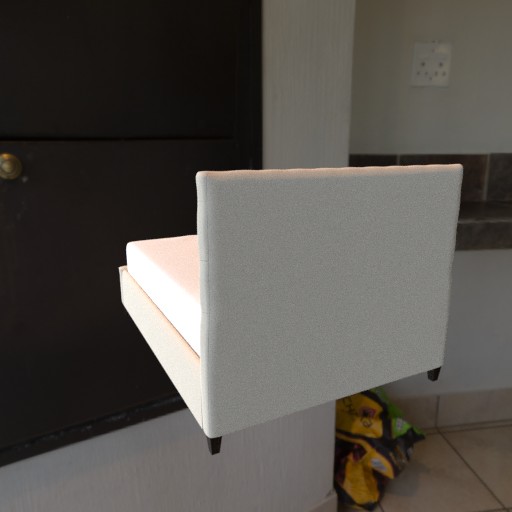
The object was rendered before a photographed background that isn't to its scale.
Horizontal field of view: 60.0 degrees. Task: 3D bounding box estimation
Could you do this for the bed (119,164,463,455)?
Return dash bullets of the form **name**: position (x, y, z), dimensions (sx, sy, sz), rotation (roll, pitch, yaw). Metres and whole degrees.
- **bed**: position (0.000, 0.000, 3.390), dimensions (1.696, 1.426, 2.233), rotation (-7, 16, -26)
